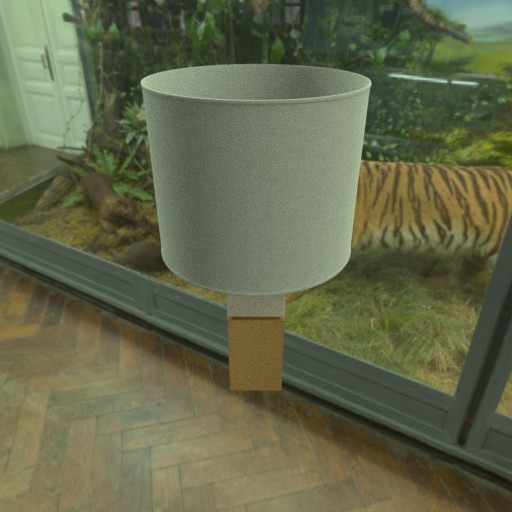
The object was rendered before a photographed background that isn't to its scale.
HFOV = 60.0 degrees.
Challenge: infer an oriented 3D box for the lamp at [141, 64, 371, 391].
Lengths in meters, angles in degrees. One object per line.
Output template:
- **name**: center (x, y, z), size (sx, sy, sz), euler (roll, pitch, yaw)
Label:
- **lamp**: center (0.000, 0.000, 0.555), size (0.229, 0.417, 0.229), euler (0, 30, 1)
